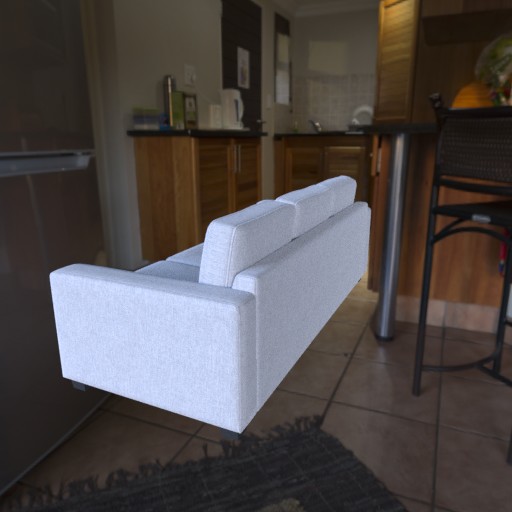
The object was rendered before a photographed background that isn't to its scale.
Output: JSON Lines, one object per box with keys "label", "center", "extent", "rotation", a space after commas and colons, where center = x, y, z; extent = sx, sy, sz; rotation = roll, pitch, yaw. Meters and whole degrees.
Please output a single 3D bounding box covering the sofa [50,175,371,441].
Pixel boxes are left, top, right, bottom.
{"label": "sofa", "center": [0.000, 0.000, 2.583], "extent": [0.900, 0.800, 2.120], "rotation": [7, 18, 24]}
